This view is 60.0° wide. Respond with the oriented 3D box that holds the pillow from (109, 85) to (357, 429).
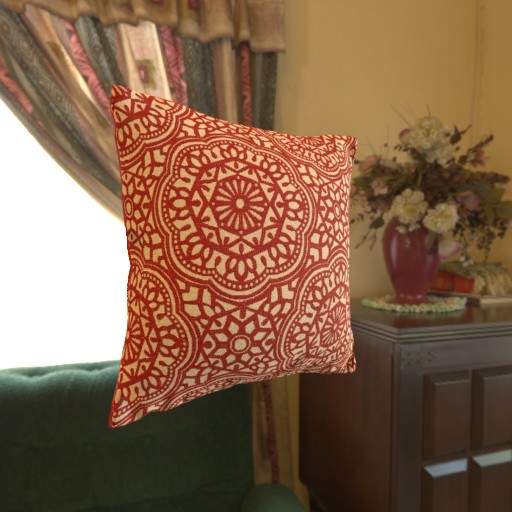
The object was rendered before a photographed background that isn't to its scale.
[{"bbox_3d":[0.000,0.000,0.664,0.438,0.419,0.162,-1,1,-36],"label":"pillow"}]
